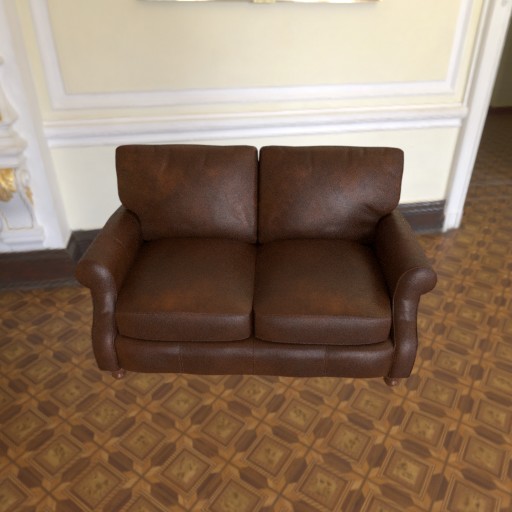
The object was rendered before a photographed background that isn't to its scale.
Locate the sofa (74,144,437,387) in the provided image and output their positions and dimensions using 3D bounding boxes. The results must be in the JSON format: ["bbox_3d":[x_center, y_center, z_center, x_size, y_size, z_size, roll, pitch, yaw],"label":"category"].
[{"bbox_3d":[0.000,0.000,2.276,1.616,0.976,0.990,1,30,2],"label":"sofa"}]
